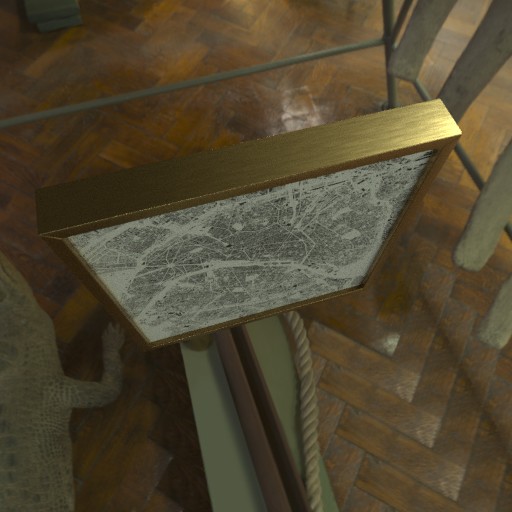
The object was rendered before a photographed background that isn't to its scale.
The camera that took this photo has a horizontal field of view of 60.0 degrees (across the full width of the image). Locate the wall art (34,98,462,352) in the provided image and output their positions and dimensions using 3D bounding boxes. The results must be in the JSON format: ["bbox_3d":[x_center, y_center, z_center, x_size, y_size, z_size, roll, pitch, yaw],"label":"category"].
[{"bbox_3d":[0.000,0.000,0.450,0.305,0.305,0.037,-15,65,-7],"label":"wall art"}]
